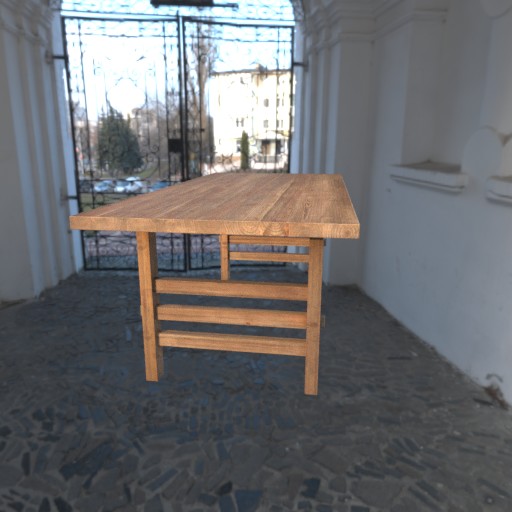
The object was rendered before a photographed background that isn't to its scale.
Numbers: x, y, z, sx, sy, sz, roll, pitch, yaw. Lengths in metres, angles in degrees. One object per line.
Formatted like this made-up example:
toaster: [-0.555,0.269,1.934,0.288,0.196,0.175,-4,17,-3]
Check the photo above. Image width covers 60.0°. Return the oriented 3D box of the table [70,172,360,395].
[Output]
table: [0.000,0.000,2.465,0.952,0.760,2.003,2,15,9]
